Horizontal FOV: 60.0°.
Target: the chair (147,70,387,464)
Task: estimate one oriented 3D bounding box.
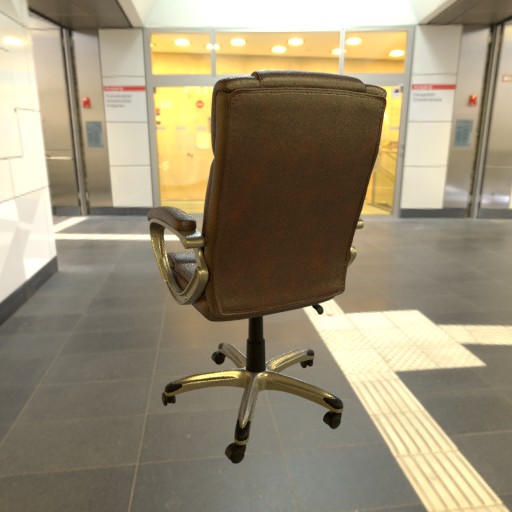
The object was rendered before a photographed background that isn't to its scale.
[{"bbox_3d":[0.000,0.000,1.543,0.656,1.128,0.692,-8,17,-26],"label":"chair"}]
